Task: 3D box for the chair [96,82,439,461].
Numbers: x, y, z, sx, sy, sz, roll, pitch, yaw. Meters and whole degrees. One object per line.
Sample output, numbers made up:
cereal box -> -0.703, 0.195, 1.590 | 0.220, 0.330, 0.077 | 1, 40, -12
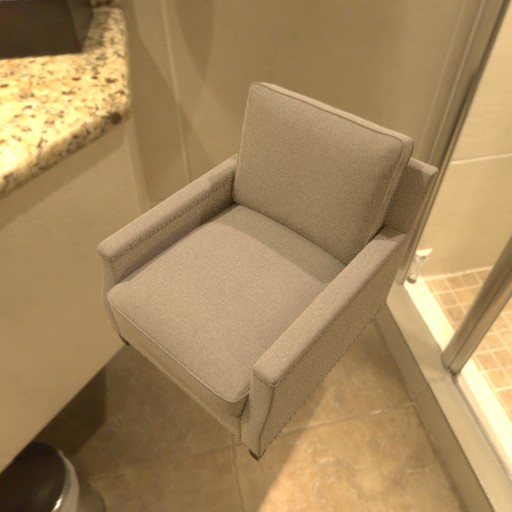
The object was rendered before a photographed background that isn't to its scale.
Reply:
chair -> 0.000, 0.000, 1.719 | 0.853, 0.943, 1.014 | 32, 54, 26
